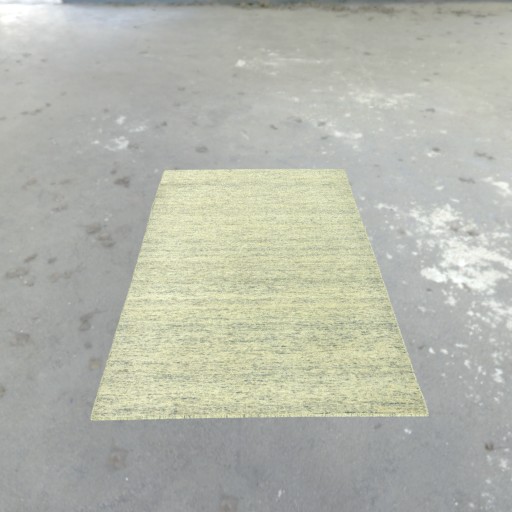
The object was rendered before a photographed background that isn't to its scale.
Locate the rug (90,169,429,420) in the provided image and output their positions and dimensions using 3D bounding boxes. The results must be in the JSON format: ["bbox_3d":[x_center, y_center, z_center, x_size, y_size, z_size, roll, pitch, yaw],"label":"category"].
[{"bbox_3d":[0.000,0.000,2.320,1.243,0.014,1.846,0,40,-1],"label":"rug"}]
